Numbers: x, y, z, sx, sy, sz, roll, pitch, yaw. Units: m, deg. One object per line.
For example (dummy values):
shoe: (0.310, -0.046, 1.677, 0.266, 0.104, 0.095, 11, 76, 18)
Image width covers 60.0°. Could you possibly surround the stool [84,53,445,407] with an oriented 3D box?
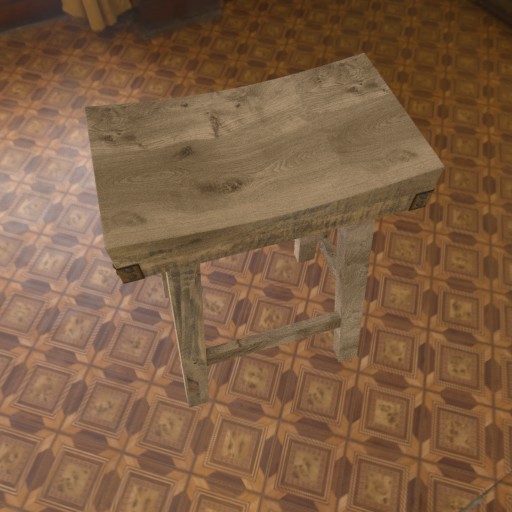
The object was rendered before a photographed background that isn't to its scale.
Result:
stool: (0.000, 0.000, 0.878, 0.450, 0.635, 0.330, -14, 59, -9)
